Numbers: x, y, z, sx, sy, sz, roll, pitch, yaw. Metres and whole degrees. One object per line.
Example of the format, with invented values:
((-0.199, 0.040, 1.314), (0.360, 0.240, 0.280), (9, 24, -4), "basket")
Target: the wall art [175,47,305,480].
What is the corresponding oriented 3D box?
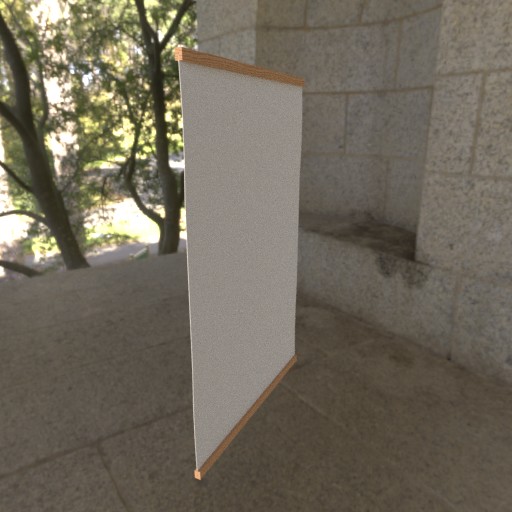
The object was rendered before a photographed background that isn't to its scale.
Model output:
((0.000, 0.000, 1.927), (0.025, 1.521, 1.011), (8, 18, 25), "wall art")
